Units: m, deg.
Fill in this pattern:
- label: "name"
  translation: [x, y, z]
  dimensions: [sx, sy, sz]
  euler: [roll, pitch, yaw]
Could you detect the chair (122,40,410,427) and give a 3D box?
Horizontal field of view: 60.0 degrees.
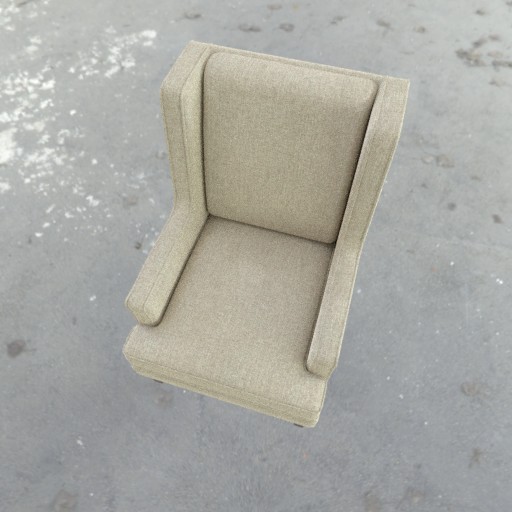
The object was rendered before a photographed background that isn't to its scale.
- label: "chair"
  translation: [0.000, 0.000, 1.685]
  dimensions: [0.764, 1.082, 0.948]
  euler: [14, 59, 9]
